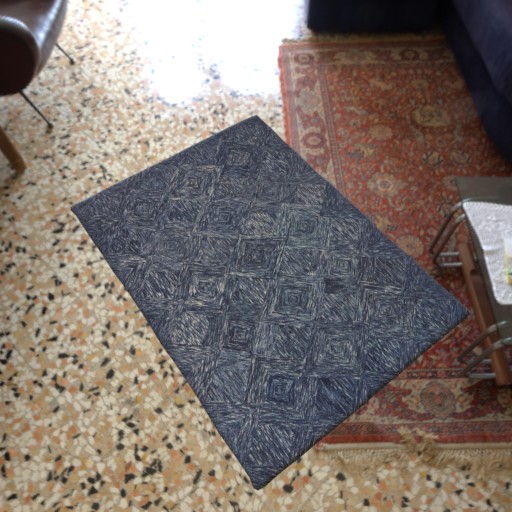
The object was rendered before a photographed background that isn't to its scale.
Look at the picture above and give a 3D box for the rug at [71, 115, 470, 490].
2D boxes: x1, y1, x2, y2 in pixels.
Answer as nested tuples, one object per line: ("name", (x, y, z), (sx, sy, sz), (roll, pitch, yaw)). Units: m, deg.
("rug", (0.000, 0.000, 4.240), (2.385, 0.024, 3.245), (-32, 63, -19))
